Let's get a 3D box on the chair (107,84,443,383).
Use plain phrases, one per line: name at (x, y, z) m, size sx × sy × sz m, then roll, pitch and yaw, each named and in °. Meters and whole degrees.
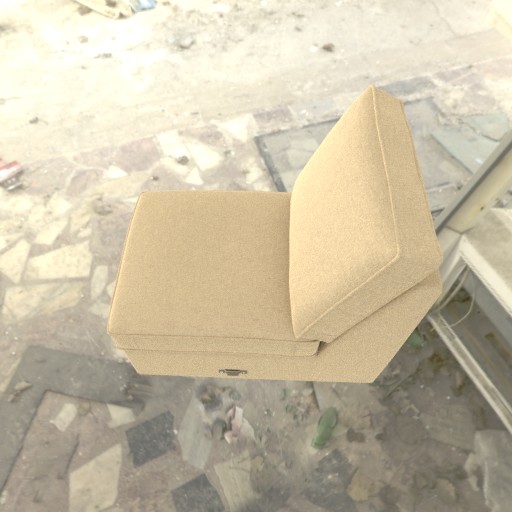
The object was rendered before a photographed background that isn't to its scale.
chair at (0.000, 0.000, 1.518) m, size 0.938 × 0.970 × 0.621 m, roll 2°, pitch 57°, yaw 1°
